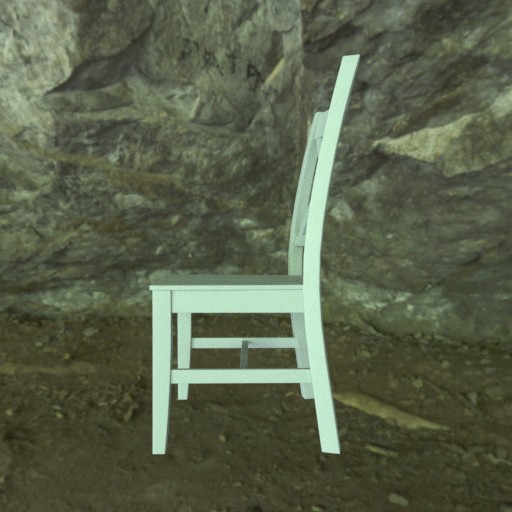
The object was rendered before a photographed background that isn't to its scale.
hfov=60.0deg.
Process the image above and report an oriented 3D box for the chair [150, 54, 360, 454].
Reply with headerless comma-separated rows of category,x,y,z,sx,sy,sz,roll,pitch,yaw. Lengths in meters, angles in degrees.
chair,0.000,0.000,1.317,0.542,0.983,0.485,0,1,-1
